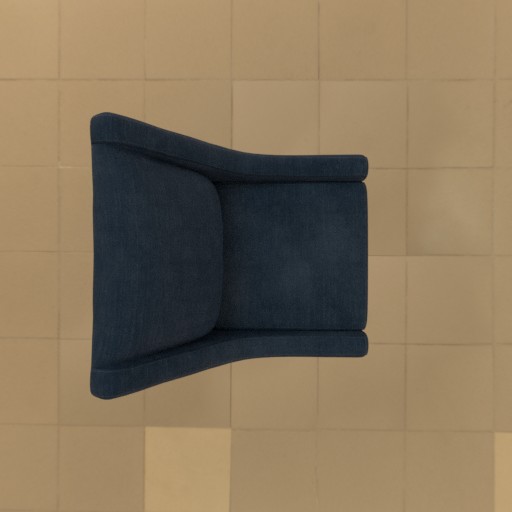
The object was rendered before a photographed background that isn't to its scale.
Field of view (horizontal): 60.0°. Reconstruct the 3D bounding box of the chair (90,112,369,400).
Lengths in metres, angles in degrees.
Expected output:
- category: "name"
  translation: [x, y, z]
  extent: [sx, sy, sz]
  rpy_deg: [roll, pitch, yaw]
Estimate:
- category: "chair"
  translation: [0.000, 0.000, 1.637]
  extent: [0.870, 1.014, 0.774]
  rpy_deg: [0, 90, 1]
